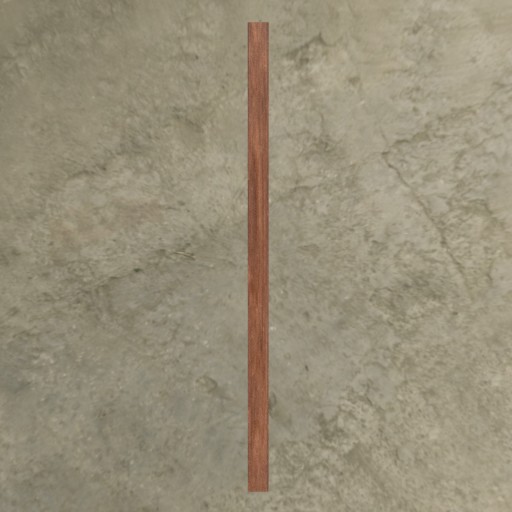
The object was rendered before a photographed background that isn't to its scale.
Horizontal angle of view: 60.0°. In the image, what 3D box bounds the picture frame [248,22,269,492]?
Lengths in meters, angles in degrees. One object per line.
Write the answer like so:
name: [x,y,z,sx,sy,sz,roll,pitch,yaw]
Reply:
picture frame: [0.000,0.000,0.756,0.025,0.457,0.559,0,91,-1]
